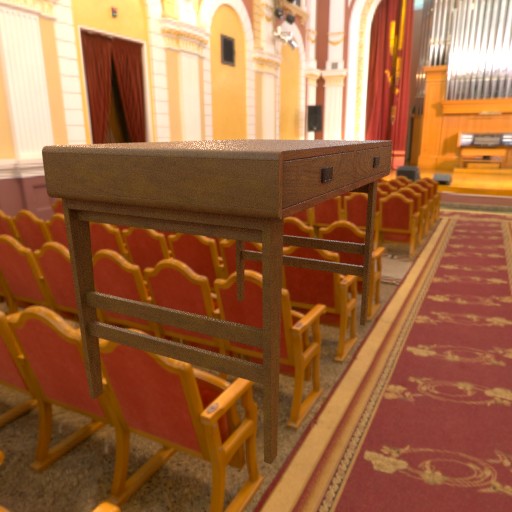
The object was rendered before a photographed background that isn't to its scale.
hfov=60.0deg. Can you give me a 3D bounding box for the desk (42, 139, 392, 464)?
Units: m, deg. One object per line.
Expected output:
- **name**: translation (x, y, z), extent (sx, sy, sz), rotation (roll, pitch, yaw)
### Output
- **desk**: translation (0.000, 0.000, 1.522), extent (0.660, 0.754, 1.066), rotation (8, 18, 26)
